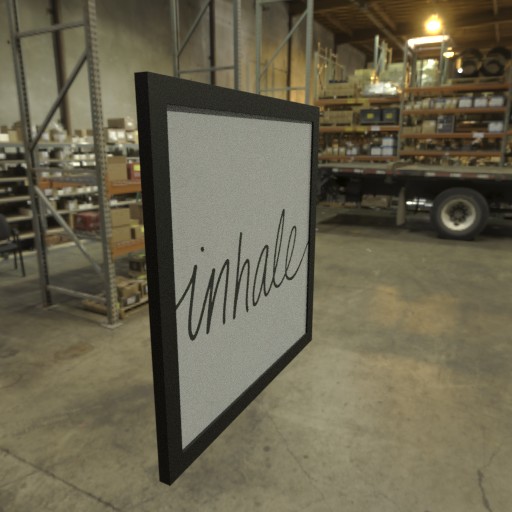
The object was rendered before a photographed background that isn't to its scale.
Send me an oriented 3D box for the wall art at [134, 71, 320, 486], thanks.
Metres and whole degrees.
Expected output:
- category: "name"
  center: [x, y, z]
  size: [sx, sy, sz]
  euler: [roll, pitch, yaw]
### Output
- category: "wall art"
  center: [0.000, 0.000, 0.518]
  size: [0.013, 0.356, 0.356]
  euler: [8, 16, 27]
